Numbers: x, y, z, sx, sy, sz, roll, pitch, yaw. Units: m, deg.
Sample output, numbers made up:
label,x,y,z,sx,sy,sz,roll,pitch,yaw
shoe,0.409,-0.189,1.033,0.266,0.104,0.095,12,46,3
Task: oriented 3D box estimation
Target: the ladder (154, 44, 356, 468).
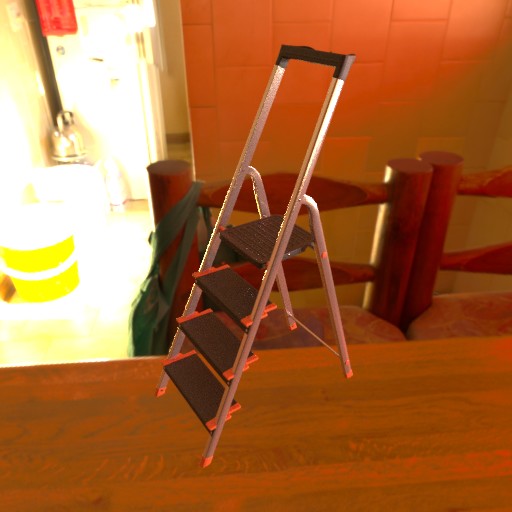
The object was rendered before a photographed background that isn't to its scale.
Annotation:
label,x,y,z,sx,sy,sz,roll,pitch,yaw
ladder,0.000,0.000,1.713,0.834,1.429,0.452,-21,37,-29
